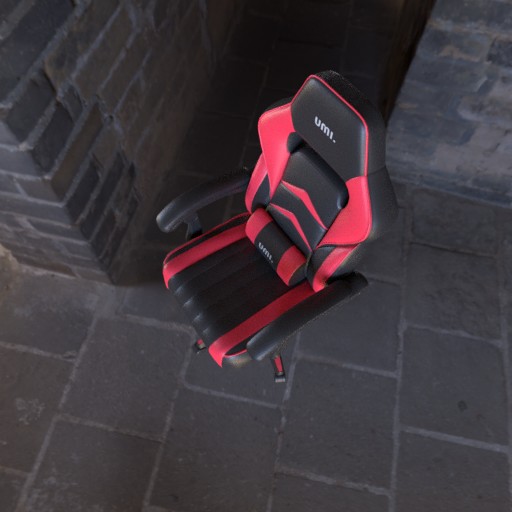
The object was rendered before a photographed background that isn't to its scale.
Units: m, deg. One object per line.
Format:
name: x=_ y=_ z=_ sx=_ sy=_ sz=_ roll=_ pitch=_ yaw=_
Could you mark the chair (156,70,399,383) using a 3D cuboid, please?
chair: x=0.000 y=0.000 z=1.631 sx=0.700 sy=1.220 sz=0.700 roll=-32 pitch=67 yaw=-15
